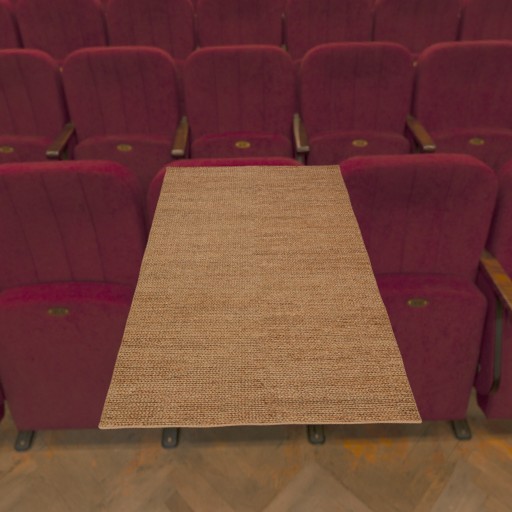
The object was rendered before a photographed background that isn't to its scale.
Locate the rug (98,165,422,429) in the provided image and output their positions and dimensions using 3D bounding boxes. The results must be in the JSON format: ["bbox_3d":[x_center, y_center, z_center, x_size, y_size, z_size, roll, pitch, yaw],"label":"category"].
[{"bbox_3d":[0.000,0.000,2.999,1.521,0.034,2.438,-1,41,-1],"label":"rug"}]
